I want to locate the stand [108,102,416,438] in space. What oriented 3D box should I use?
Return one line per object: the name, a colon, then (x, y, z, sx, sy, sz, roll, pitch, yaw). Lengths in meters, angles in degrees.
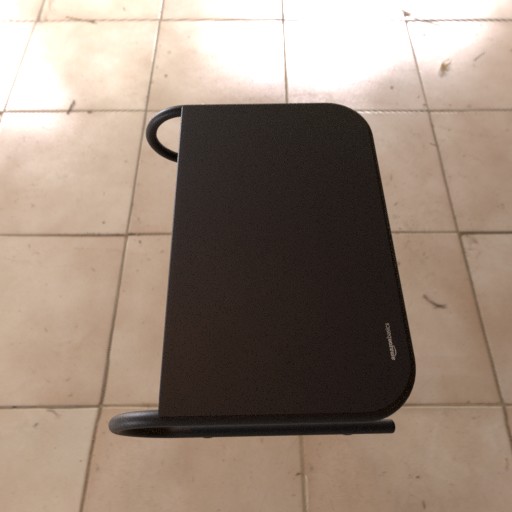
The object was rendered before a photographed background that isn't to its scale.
stand: (0.000, 0.000, 0.499, 0.280, 0.108, 0.370, -1, 62, -1)
